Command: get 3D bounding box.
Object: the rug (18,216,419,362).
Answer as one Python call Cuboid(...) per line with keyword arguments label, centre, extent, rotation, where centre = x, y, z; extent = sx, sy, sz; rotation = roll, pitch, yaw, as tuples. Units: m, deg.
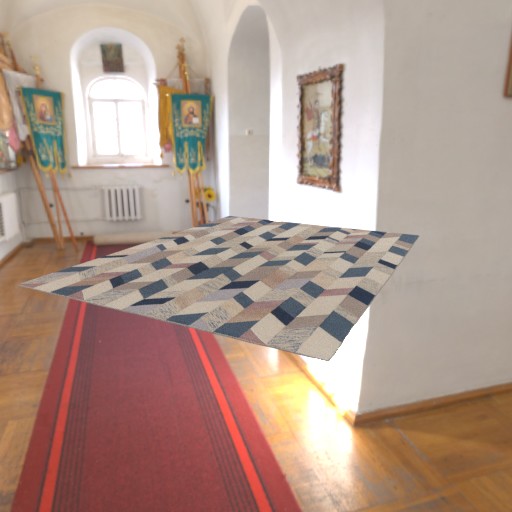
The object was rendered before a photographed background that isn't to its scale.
Cuboid(label="rug", centre=(0.000, 0.000, 4.090), extent=(2.451, 0.011, 3.072), rotation=(8, 18, 27))
